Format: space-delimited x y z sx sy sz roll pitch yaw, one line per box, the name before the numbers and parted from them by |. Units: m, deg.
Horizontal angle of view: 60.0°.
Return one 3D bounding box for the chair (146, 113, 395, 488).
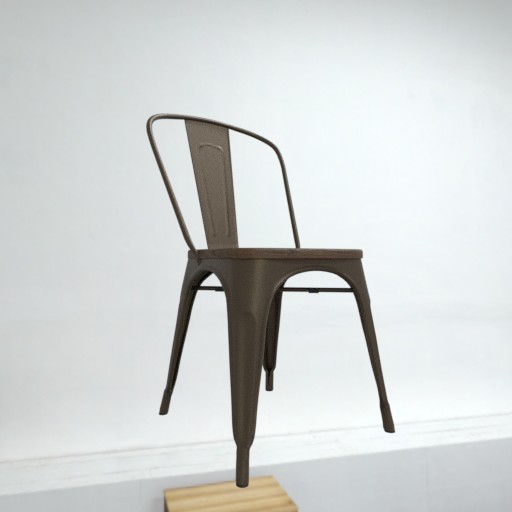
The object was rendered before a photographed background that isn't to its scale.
chair | 0.000 0.000 1.148 0.451 0.844 0.532 0 0 -36
